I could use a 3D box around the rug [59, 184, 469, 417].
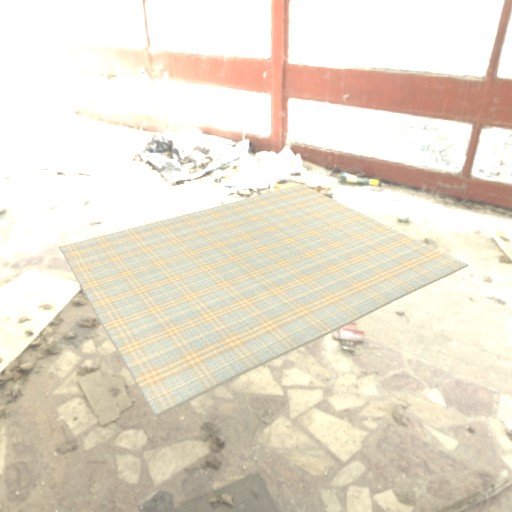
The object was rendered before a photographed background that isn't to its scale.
[{"bbox_3d":[0.000,0.000,4.201,3.066,0.030,2.462,-19,35,-29],"label":"rug"}]
